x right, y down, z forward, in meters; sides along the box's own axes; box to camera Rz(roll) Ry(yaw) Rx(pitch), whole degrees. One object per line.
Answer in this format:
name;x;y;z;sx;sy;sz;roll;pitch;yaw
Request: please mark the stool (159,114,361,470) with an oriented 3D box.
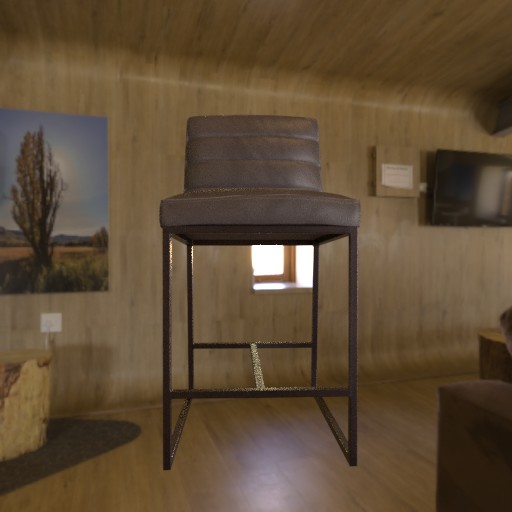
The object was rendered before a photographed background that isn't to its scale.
stool;0.000;0.000;1.257;0.463;0.946;0.562;0;1;-2
